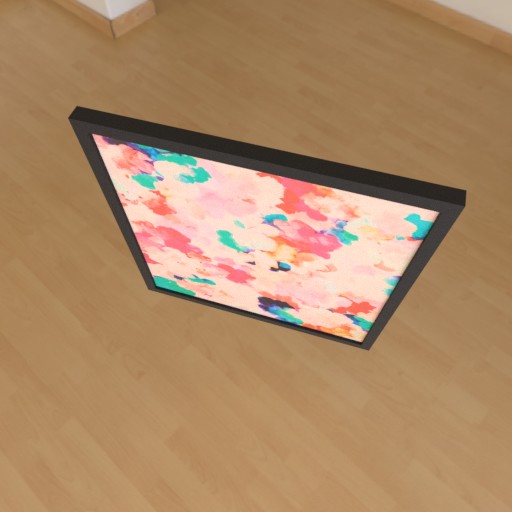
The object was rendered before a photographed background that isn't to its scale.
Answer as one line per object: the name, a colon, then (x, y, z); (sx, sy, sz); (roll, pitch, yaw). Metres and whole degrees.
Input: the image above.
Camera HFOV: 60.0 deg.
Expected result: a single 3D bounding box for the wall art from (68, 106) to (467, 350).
wall art: (0.000, 0.000, 0.462); (0.306, 0.304, 0.015); (14, 60, 8)
